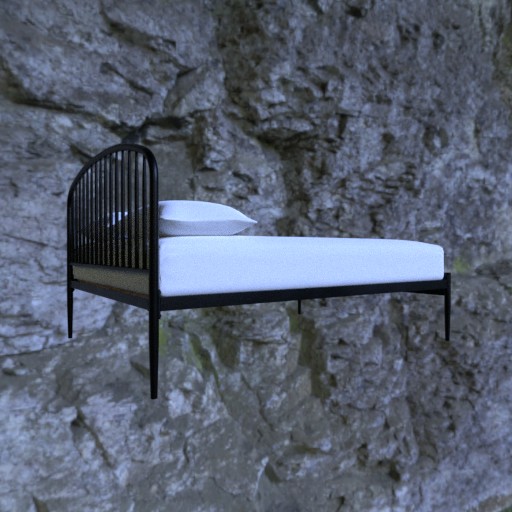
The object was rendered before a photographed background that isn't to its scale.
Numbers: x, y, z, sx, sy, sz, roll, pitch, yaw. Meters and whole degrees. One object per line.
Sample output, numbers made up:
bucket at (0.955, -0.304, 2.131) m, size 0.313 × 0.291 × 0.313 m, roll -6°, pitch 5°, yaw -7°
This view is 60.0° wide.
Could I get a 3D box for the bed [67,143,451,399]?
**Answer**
bed at (0.000, 0.000, 3.092) m, size 2.159 × 1.166 × 1.618 m, roll 0°, pitch 1°, yaw -35°
